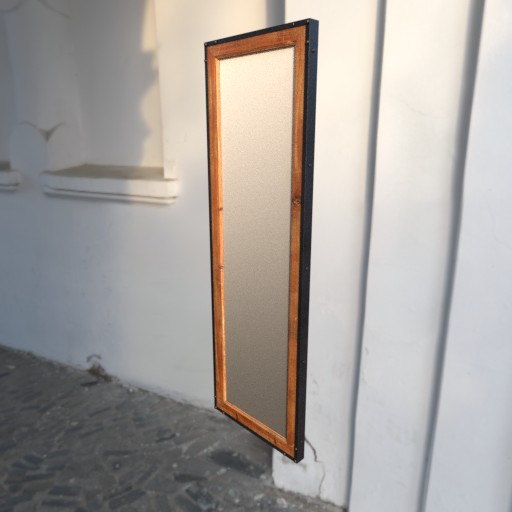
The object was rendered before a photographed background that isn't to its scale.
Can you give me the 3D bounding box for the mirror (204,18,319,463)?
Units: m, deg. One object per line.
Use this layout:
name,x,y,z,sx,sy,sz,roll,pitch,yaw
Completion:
mirror,0.000,0.000,1.171,0.042,1.080,0.354,-14,21,-42
